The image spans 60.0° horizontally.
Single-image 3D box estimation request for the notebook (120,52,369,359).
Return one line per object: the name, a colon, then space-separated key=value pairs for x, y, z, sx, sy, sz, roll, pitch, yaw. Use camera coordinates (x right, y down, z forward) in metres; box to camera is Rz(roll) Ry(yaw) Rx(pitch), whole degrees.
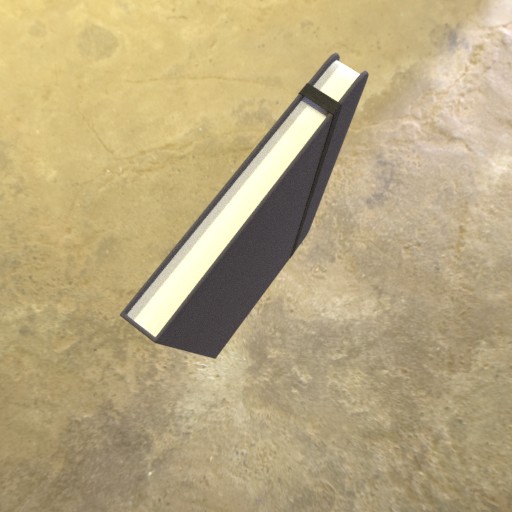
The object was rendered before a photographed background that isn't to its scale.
notebook: x=0.000 y=0.000 z=0.256 sx=0.016 sy=0.213 sz=0.127 roll=36 pitch=78 yaw=8
